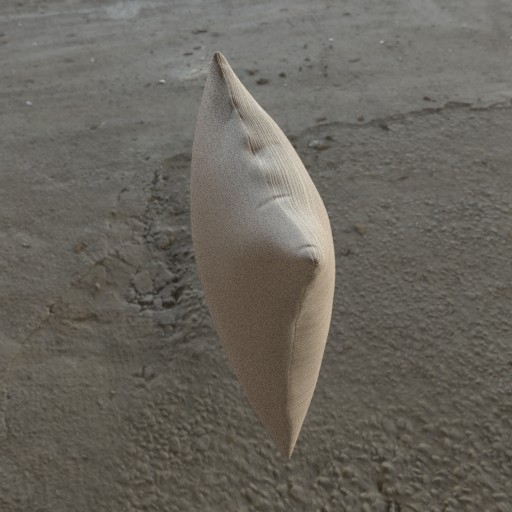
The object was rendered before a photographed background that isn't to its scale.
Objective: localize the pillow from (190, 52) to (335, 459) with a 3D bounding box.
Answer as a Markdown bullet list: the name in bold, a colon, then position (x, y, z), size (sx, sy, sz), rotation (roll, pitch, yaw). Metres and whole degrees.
- **pillow**: position (0.000, 0.000, 0.757), size (0.204, 0.497, 0.512), rotation (-10, 47, -9)
